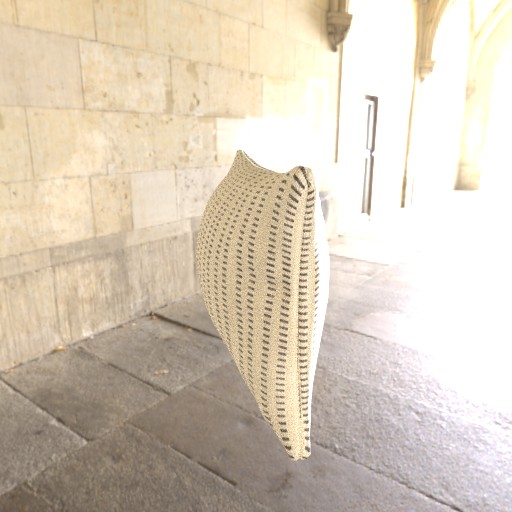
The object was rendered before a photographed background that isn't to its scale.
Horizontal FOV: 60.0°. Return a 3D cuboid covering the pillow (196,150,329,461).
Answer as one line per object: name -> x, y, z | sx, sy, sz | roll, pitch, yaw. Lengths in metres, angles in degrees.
pillow -> 0.000, 0.000, 0.790 | 0.210, 0.353, 0.640 | -2, 15, -8
